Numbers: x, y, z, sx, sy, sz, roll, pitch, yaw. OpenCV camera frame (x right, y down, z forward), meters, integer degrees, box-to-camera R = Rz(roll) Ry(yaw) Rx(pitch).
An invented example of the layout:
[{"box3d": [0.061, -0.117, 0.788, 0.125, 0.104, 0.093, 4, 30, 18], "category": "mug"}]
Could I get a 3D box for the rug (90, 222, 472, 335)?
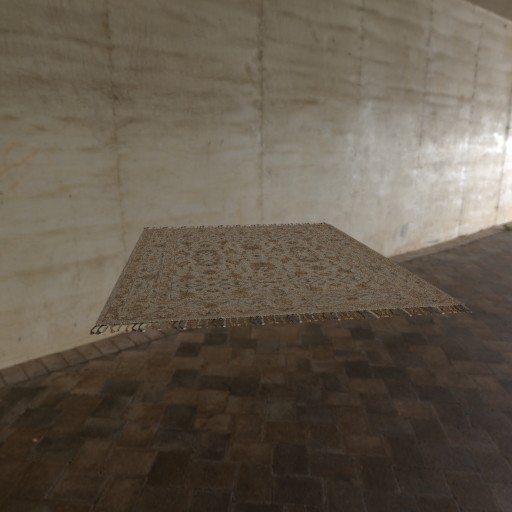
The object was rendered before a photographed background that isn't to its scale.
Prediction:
[{"box3d": [0.000, 0.000, 2.256, 1.278, 0.009, 1.726, -2, 15, -8], "category": "rug"}]
